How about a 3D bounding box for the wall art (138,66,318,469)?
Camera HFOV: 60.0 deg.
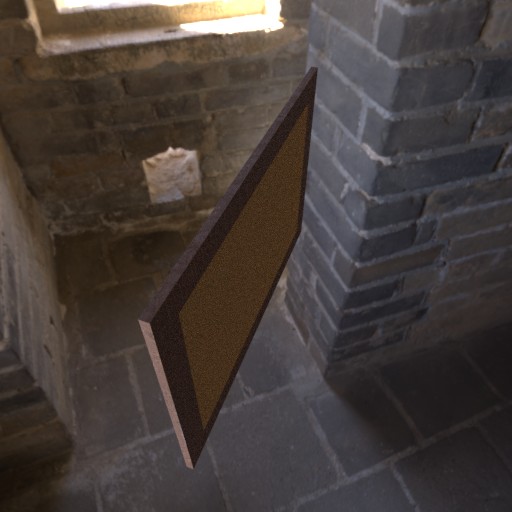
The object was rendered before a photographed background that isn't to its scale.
[{"bbox_3d":[0.000,0.000,1.168,0.019,0.626,0.917,15,48,14],"label":"wall art"}]
